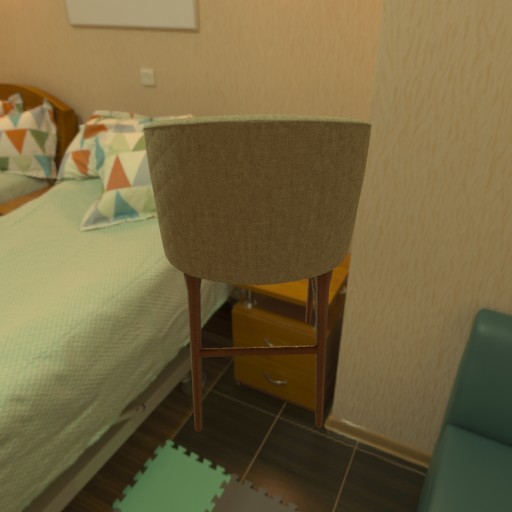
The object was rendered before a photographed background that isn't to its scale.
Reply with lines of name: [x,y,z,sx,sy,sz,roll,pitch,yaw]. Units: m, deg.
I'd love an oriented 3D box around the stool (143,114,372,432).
stool: [0.000,0.000,1.344,0.559,0.952,0.635,-1,30,-2]
